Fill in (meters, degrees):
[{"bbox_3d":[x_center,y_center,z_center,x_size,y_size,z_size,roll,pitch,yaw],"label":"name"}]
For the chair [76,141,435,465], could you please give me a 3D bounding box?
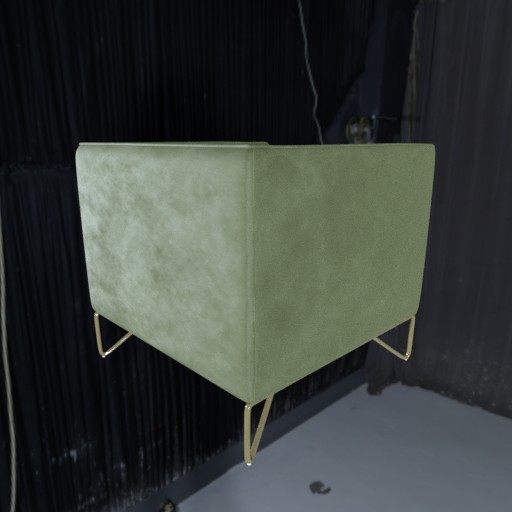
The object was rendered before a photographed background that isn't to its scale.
[{"bbox_3d":[0.000,0.000,1.583,0.894,0.790,0.880,-14,20,-42],"label":"chair"}]
